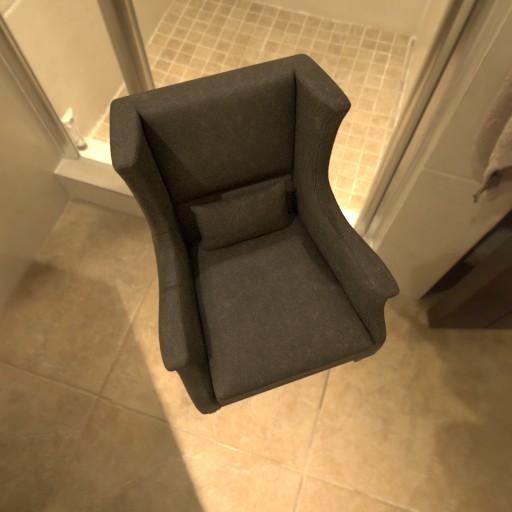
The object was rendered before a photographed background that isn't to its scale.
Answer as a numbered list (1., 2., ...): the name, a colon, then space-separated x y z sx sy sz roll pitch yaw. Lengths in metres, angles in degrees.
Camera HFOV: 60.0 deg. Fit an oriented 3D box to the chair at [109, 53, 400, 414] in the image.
1. chair: 0.000 0.000 1.704 0.853 1.016 0.926 -17 66 -8
